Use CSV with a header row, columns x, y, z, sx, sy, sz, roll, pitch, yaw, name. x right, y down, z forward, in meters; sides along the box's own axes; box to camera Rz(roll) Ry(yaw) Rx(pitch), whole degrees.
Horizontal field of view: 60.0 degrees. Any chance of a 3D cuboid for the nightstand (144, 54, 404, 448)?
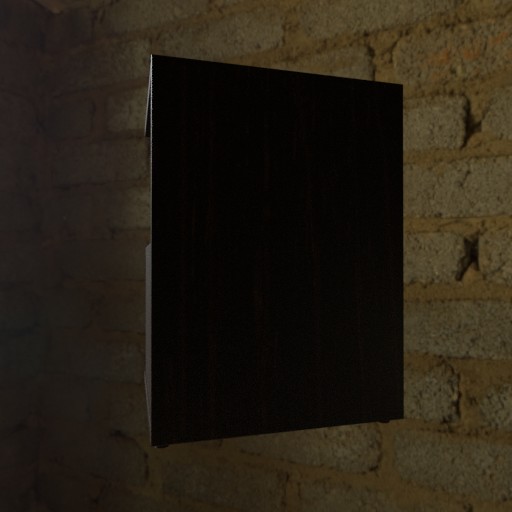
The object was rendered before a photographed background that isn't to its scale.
x,y,z,sx,sy,sz,roll,pitch,yaw,name
0.000,0.000,0.839,0.400,0.559,0.356,0,0,-16,nightstand
